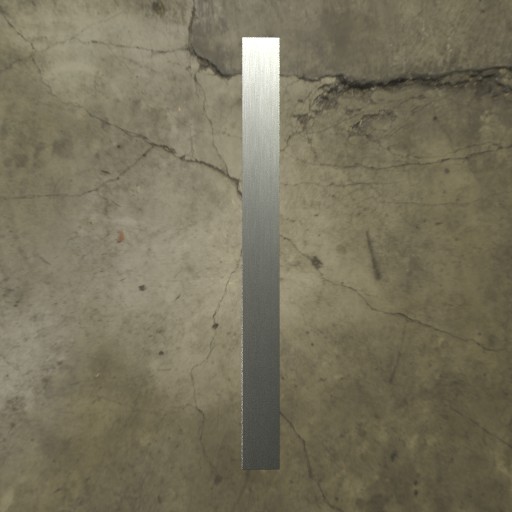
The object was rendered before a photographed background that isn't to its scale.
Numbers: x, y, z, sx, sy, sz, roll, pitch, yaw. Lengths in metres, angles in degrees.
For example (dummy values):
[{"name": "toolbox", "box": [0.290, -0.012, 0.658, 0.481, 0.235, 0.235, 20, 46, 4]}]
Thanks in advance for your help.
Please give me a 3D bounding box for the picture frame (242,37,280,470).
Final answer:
[{"name": "picture frame", "box": [0.000, 0.000, 1.342, 0.073, 0.968, 0.839, 0, 89, -1]}]
